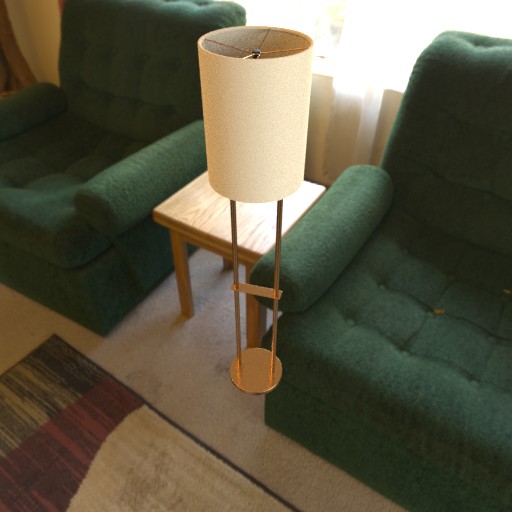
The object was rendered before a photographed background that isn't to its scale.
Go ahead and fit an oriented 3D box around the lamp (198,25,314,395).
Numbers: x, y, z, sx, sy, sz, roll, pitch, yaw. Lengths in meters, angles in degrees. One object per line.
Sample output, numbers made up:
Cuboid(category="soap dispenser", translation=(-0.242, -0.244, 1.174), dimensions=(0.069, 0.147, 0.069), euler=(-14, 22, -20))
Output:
Cuboid(category="lamp", translation=(0.000, 0.000, 1.657), dimensions=(0.306, 1.500, 0.305), euler=(11, 42, 12))
